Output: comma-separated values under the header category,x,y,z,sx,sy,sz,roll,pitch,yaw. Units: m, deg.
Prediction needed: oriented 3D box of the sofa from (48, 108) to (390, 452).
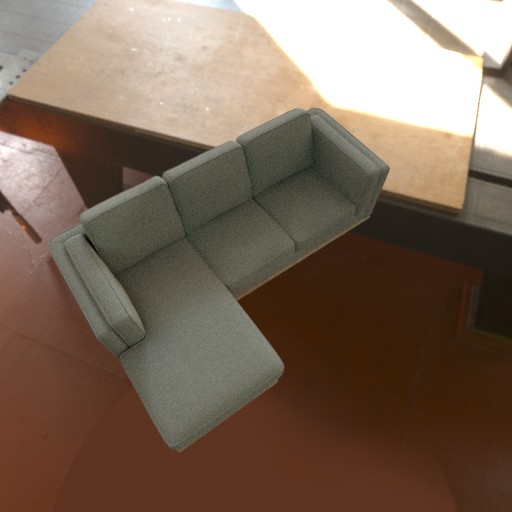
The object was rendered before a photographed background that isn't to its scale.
category,x,y,z,sx,sy,sz,roll,pitch,yaw
sofa,0.000,0.000,3.257,2.411,0.929,1.604,-31,63,-18
